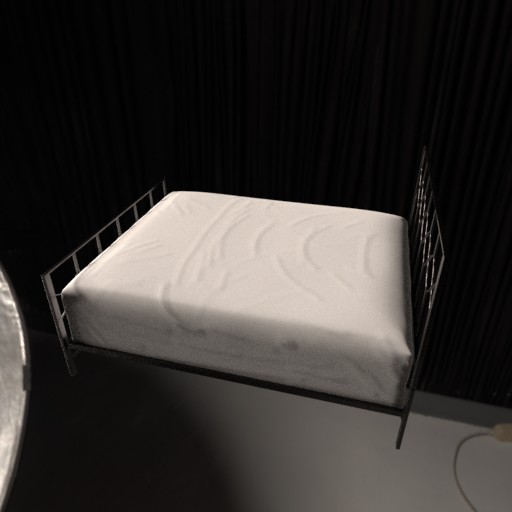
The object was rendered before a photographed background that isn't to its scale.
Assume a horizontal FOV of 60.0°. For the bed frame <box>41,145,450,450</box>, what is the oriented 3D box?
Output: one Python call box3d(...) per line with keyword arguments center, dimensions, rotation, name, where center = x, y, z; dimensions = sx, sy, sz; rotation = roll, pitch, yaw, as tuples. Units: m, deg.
box3d(center=(0.000, 0.000, 3.000), dimensions=(2.063, 1.222, 1.597), rotation=(8, 32, 13), name="bed frame")
